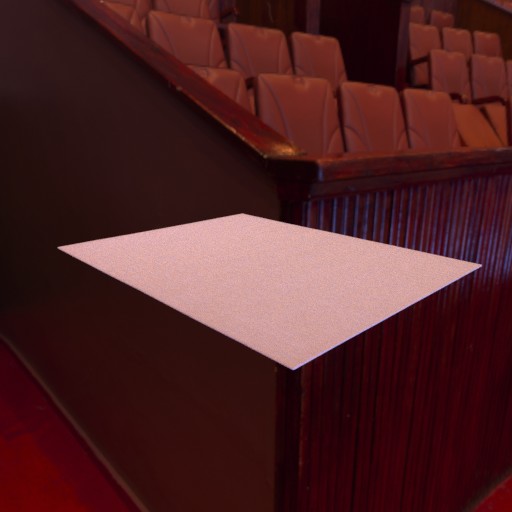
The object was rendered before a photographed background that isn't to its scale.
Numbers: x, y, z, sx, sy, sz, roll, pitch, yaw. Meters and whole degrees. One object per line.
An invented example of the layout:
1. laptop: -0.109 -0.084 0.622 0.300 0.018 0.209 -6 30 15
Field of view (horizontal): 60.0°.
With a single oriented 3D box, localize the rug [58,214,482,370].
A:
1. rug: 0.000 0.000 4.031 2.410 0.021 3.055 -15 23 -41
